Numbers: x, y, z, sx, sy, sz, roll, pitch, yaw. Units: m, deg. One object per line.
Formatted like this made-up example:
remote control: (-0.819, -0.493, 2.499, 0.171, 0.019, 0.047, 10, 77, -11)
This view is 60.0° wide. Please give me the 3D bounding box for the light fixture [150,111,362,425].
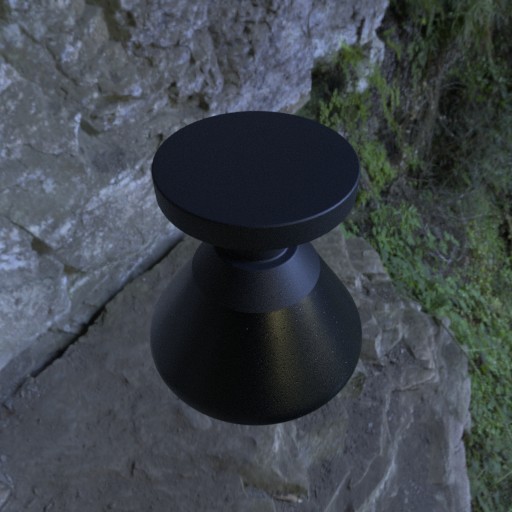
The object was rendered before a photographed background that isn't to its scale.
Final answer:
light fixture: (0.000, 0.000, 0.361, 0.200, 0.183, 0.200, 0, 45, 0)
